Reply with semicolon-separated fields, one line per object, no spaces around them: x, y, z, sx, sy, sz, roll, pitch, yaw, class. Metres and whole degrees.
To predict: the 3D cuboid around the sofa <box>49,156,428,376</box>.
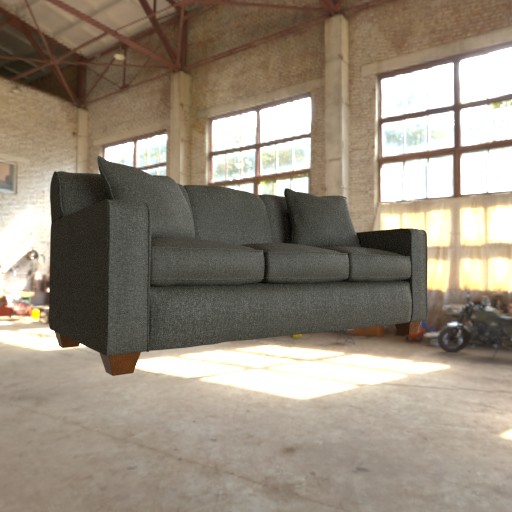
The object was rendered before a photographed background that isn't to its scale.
0.000;0.000;2.557;2.024;0.958;0.997;2;-3;-36;sofa
